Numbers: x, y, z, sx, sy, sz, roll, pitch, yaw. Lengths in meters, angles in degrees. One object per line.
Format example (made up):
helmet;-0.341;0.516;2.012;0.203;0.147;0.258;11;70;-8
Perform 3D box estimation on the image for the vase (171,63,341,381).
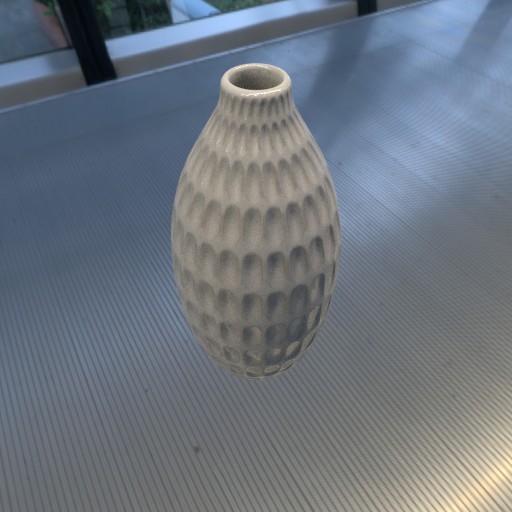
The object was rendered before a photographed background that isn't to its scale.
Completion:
vase;0.000;0.000;0.342;0.127;0.282;0.127;0;46;0
